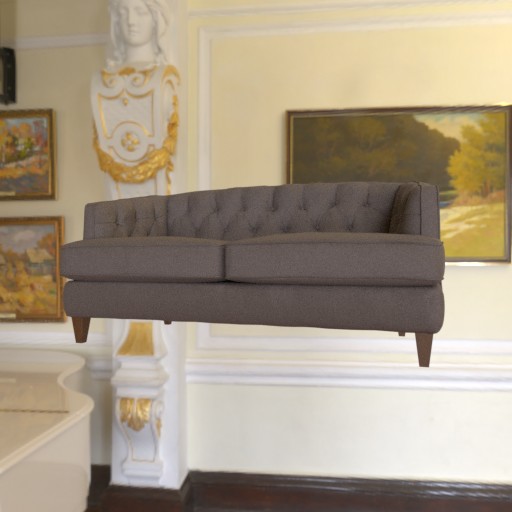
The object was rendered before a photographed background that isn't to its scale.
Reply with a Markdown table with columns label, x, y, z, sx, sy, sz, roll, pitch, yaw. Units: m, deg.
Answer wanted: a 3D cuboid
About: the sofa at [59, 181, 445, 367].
| label | x | y | z | sx | sy | sz | roll | pitch | yaw |
| --- | --- | --- | --- | --- | --- | --- | --- | --- | --- |
| sofa | 0.000 | 0.000 | 2.276 | 1.733 | 0.855 | 0.941 | 0 | -1 | 18 |
